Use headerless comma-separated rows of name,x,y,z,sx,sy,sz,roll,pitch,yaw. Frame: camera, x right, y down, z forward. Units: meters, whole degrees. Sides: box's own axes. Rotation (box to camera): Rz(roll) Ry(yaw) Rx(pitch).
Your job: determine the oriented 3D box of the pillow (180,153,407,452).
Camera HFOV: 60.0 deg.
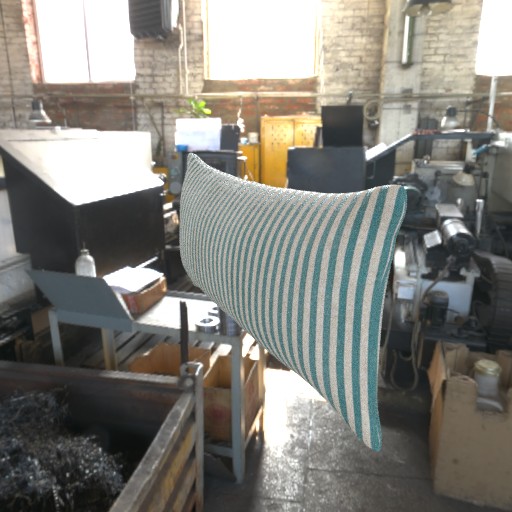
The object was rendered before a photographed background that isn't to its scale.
pillow,0.000,0.000,0.713,0.151,0.295,0.617,-8,18,-26
